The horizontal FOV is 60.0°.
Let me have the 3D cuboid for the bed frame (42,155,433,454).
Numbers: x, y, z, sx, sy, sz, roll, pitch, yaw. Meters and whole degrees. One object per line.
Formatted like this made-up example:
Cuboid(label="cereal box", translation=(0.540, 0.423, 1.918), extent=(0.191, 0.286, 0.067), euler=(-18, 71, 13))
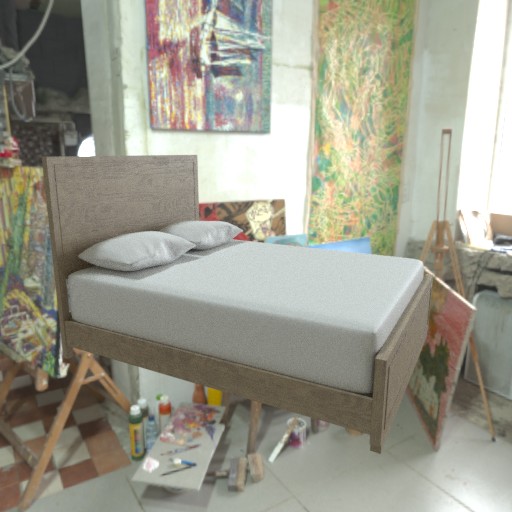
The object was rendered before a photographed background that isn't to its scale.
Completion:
Cuboid(label="bed frame", translation=(0.000, 0.000, 3.122), extent=(2.189, 1.369, 1.606), euler=(7, 15, 27))
